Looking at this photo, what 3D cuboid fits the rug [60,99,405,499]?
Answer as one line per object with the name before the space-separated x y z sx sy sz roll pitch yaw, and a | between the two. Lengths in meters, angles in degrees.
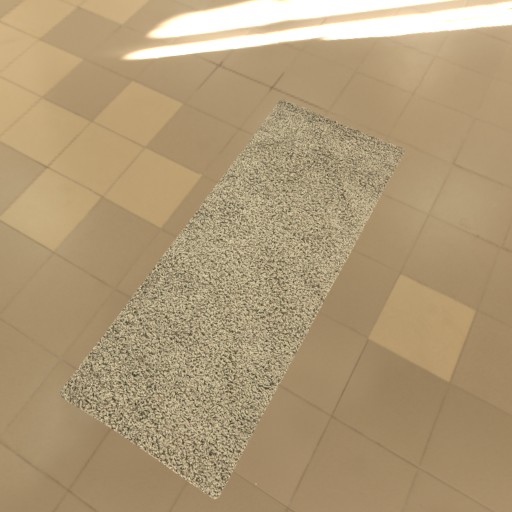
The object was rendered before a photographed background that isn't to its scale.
rug | 0.000 0.000 1.676 0.609 0.030 1.524 27 66 13
